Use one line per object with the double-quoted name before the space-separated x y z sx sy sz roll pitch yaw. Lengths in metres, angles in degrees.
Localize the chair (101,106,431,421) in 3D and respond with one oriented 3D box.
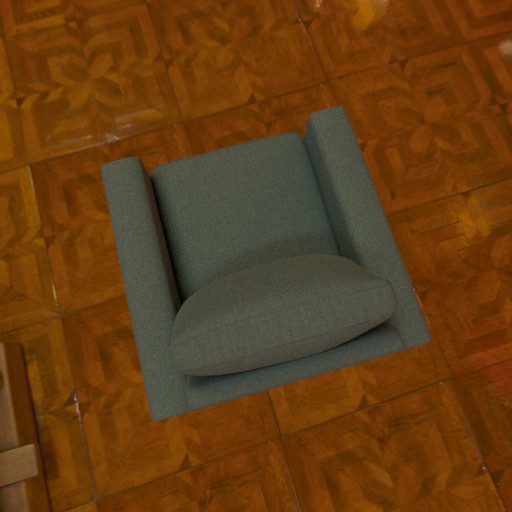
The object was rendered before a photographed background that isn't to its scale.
"chair" 0.000 0.000 1.848 1.024 1.010 1.038 -15 75 -4
